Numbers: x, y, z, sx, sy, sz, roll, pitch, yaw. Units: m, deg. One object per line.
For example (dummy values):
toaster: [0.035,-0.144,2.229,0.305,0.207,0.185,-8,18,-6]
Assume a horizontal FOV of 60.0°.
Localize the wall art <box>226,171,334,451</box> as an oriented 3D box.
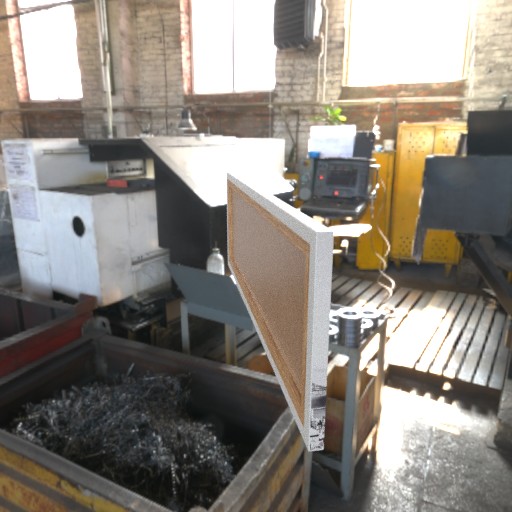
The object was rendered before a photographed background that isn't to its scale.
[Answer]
wall art: [0.000,0.000,1.660,0.039,0.507,1.520,-3,15,-10]
